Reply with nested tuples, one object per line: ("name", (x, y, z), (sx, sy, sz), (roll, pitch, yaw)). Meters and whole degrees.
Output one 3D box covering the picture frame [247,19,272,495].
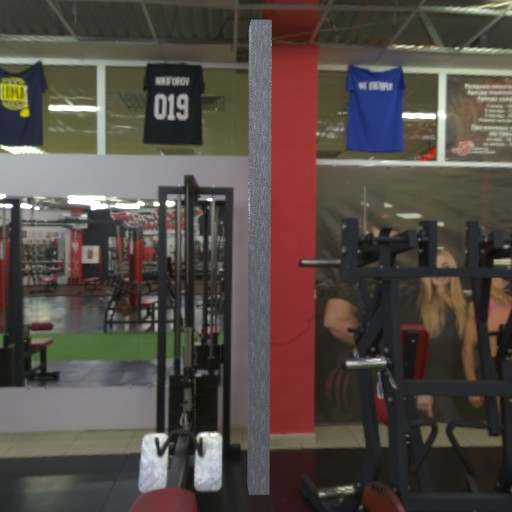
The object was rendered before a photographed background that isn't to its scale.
("picture frame", (0.000, 0.000, 0.748), (0.029, 0.559, 0.454), (0, 1, -1))
